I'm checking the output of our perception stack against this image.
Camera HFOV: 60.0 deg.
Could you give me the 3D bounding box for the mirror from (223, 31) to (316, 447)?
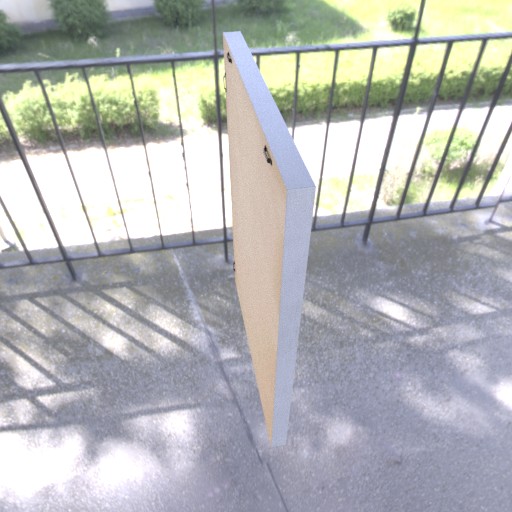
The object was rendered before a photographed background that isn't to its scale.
[{"bbox_3d":[0.000,0.000,0.920,0.039,0.710,0.507,-8,46,-8],"label":"mirror"}]
